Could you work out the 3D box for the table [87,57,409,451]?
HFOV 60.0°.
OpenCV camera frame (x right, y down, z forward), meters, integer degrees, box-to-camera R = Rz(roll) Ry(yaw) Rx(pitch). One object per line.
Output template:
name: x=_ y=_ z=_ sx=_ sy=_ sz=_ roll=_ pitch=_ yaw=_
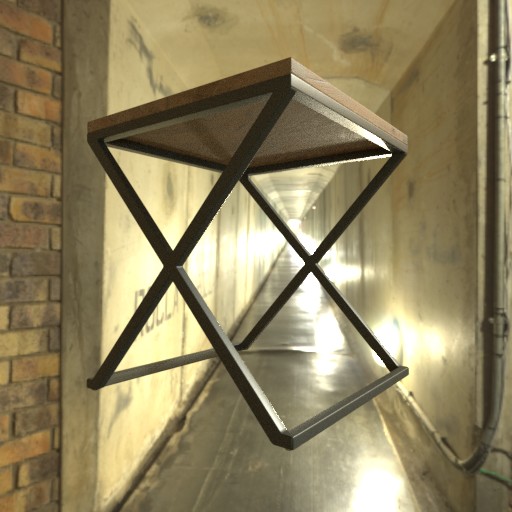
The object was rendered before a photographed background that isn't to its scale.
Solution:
table: x=0.000 y=0.000 z=0.958 sx=0.498 sy=0.550 sz=0.499 roll=0 pitch=0 yaw=37
